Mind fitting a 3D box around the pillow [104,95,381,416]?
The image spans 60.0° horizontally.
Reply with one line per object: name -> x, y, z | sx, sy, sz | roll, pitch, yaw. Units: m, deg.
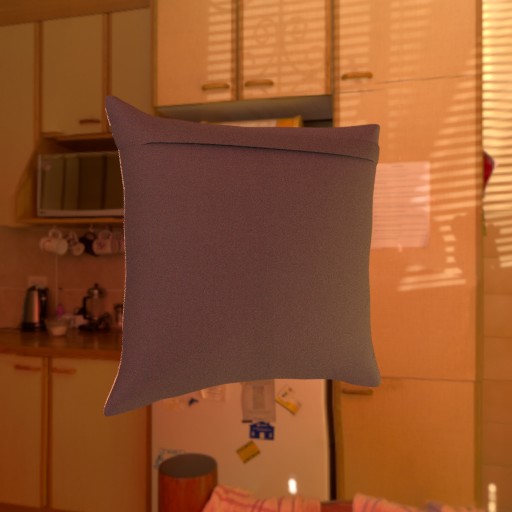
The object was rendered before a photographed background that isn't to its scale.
pillow -> 0.000, 0.000, 0.623 | 0.405, 0.406, 0.173 | 0, 0, -18
